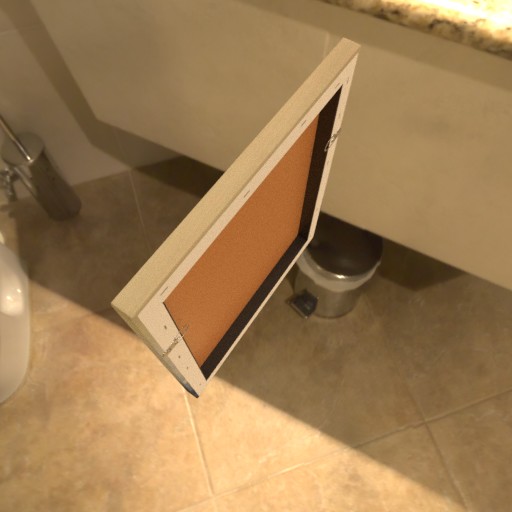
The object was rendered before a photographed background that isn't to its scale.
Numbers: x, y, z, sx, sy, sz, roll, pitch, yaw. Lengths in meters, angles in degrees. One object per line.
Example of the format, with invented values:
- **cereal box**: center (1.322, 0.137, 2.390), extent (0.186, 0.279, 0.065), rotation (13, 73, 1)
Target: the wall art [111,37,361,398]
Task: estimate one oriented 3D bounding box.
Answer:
- **wall art**: center (0.000, 0.000, 0.993), extent (0.041, 0.710, 0.608), rotation (32, 68, 14)
